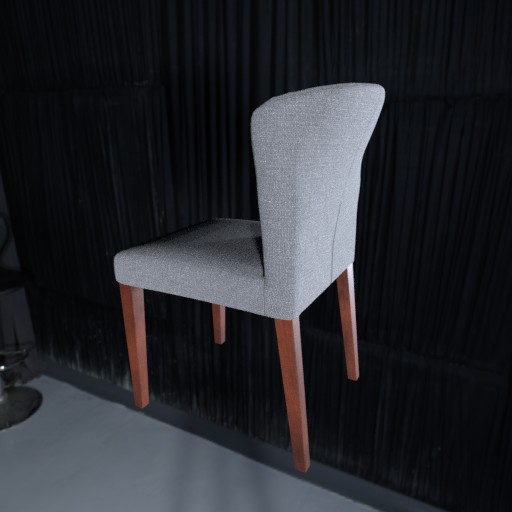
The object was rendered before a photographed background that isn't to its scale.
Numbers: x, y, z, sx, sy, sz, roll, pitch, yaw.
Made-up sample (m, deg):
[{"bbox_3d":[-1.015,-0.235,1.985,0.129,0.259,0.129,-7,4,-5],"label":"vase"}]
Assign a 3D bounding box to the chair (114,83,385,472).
[{"bbox_3d":[0.000,0.000,1.175,0.589,0.839,0.491,9,20,27],"label":"chair"}]
